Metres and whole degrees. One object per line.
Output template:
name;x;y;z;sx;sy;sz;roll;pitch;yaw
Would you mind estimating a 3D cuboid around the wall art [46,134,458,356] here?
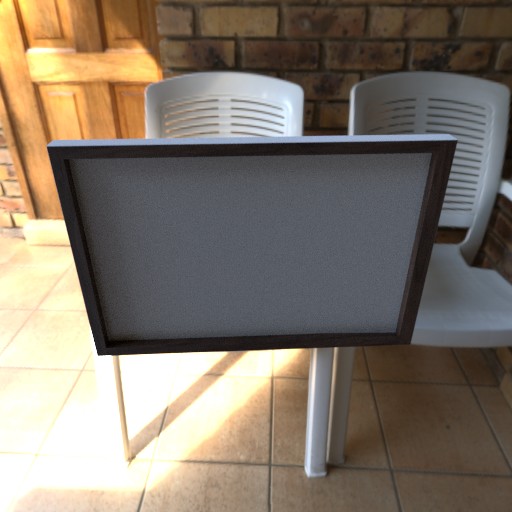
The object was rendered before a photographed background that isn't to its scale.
wall art;0.000;0.000;1.157;0.914;0.610;0.050;-2;30;-3
